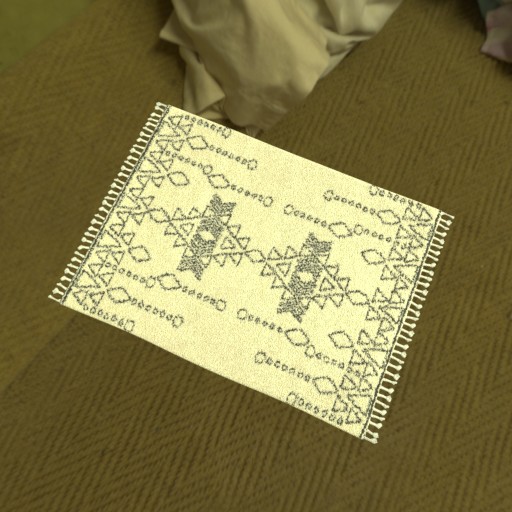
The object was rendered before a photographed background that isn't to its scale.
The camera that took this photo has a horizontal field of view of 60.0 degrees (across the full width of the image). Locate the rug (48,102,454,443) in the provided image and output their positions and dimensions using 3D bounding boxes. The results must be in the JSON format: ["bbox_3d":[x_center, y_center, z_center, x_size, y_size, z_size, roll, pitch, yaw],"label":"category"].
[{"bbox_3d":[0.000,0.000,3.939,3.027,0.028,2.125,23,77,6],"label":"rug"}]
